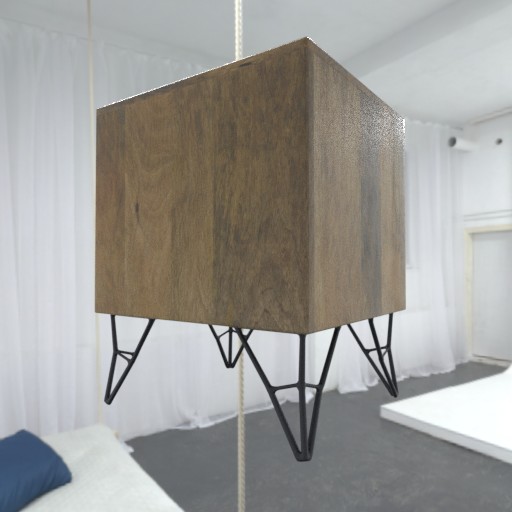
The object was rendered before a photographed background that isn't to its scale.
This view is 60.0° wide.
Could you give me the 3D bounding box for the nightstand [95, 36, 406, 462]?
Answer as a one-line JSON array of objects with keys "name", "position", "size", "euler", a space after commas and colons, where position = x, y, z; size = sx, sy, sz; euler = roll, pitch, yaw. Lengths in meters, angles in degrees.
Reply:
[{"name": "nightstand", "position": [0.000, 0.000, 0.866], "size": [0.457, 0.559, 0.406], "euler": [-1, -2, 36]}]
